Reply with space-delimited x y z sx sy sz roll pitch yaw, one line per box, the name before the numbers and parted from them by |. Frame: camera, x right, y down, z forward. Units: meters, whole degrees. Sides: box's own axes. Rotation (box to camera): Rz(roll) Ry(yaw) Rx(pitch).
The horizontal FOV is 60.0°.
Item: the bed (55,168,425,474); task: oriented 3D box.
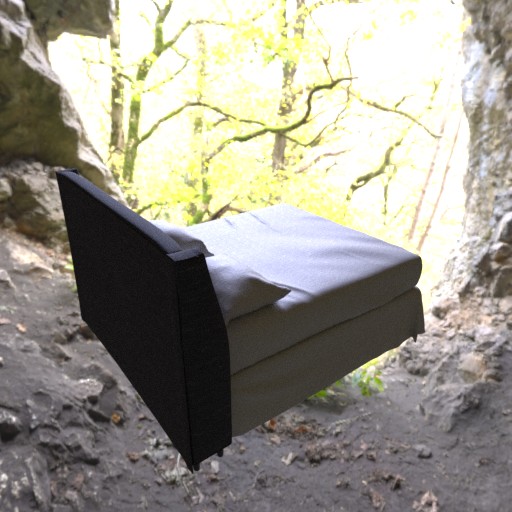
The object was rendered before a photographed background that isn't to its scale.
bed | 0.000 0.000 3.411 2.276 1.332 1.925 -17 30 -33
